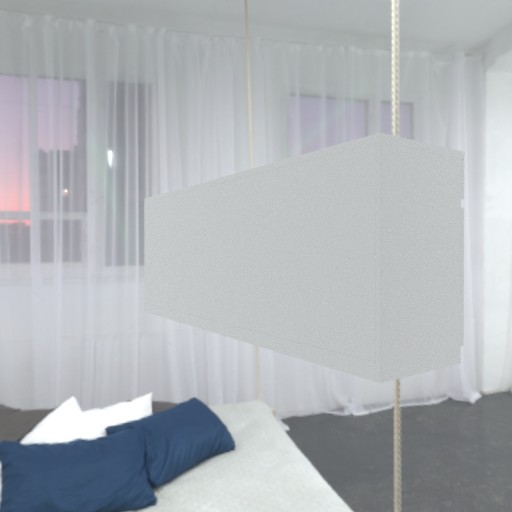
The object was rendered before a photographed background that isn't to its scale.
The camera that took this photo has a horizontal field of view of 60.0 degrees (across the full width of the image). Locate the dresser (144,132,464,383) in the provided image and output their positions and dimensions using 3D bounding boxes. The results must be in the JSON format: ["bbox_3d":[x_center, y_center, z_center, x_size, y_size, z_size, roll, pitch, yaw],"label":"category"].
[{"bbox_3d":[0.000,0.000,2.531,0.500,0.840,2.200,0,1,-35],"label":"dresser"}]
